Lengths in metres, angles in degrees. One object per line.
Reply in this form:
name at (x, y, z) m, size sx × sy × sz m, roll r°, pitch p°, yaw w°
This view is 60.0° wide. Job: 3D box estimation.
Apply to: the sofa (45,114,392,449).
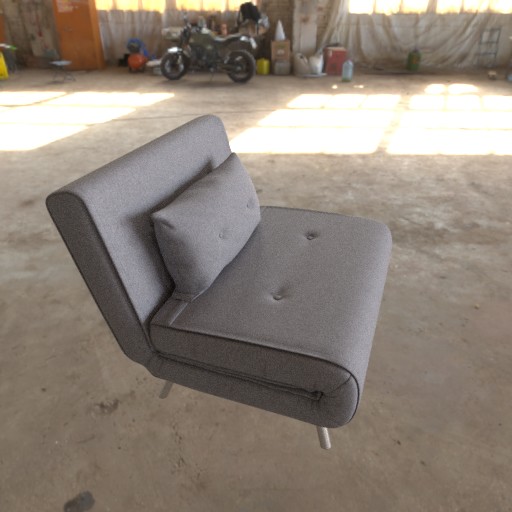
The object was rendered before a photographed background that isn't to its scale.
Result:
sofa at (0.000, 0.000, 1.766) m, size 1.000 × 0.825 × 1.020 m, roll 11°, pitch 33°, yaw 17°
